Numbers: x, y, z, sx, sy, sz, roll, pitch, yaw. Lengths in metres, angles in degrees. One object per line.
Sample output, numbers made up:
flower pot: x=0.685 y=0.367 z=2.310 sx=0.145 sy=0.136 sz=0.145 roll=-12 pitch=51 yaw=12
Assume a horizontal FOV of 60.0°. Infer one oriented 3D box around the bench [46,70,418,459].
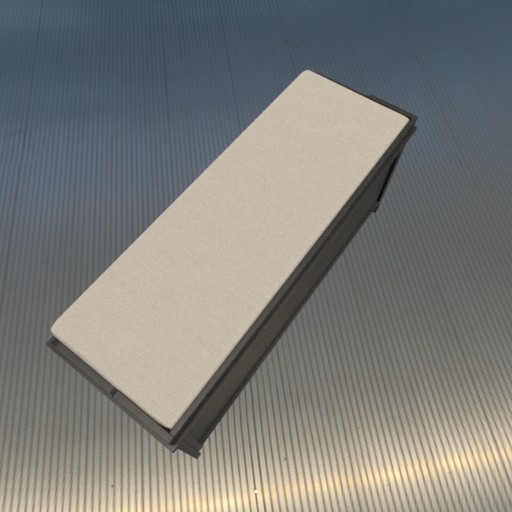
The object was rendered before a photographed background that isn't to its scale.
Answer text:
bench: x=0.000 y=0.000 z=1.384 sx=0.398 sy=0.501 sz=1.140 roll=33 pitch=67 yaw=16
